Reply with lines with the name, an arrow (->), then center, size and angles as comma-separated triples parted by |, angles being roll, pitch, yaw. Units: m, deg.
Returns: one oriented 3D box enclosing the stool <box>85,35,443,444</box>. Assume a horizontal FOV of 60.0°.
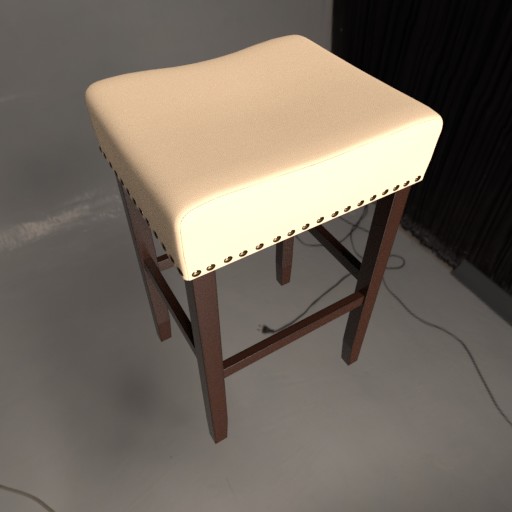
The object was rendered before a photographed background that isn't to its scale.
stool -> 0.000, 0.000, 0.997 | 0.471, 0.762, 0.401 | -24, 51, -21
